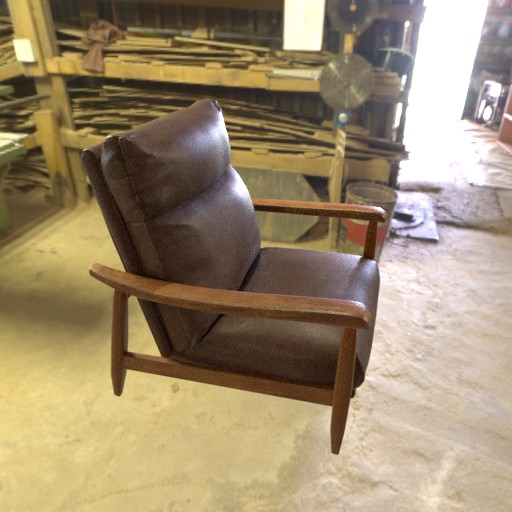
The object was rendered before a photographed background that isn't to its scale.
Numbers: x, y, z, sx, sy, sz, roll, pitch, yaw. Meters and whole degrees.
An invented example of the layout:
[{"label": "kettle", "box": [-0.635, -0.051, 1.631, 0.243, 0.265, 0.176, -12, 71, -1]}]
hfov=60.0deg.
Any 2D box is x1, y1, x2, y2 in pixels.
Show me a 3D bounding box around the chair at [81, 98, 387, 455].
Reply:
[{"label": "chair", "box": [0.000, 0.000, 1.493, 0.830, 0.897, 0.782, 9, 30, 16]}]
